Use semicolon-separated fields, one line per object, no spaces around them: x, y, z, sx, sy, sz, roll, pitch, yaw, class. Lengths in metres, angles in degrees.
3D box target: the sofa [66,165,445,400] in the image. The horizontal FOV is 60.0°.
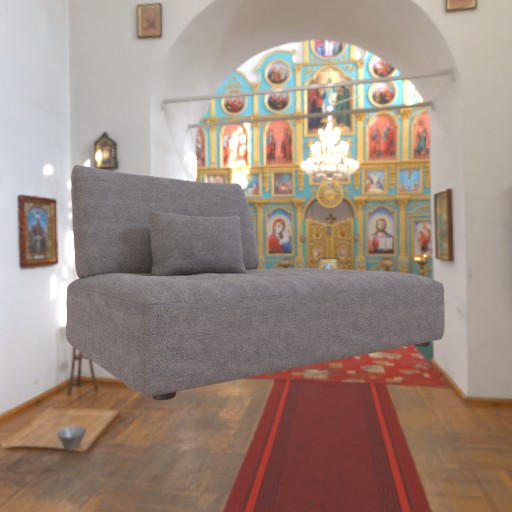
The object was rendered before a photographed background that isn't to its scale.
0.000;0.000;2.010;1.450;0.820;1.002;0;1;-35;sofa
